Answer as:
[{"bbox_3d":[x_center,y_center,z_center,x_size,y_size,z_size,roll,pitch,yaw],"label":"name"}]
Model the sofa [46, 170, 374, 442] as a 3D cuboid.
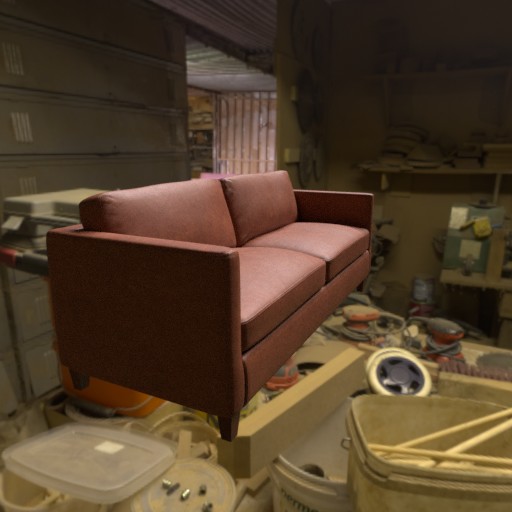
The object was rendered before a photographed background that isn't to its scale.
[{"bbox_3d":[0.000,0.000,2.693,0.950,0.932,2.204,7,16,26],"label":"sofa"}]
